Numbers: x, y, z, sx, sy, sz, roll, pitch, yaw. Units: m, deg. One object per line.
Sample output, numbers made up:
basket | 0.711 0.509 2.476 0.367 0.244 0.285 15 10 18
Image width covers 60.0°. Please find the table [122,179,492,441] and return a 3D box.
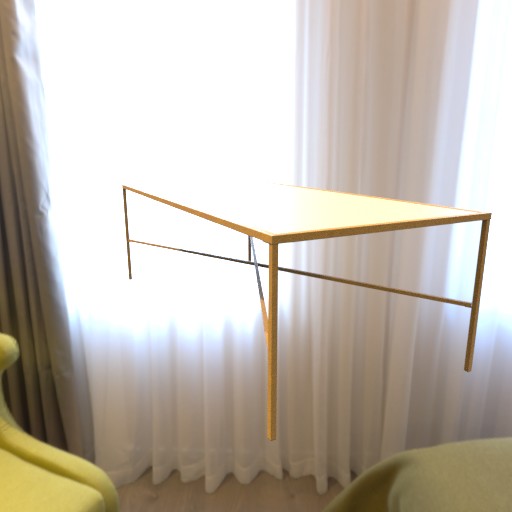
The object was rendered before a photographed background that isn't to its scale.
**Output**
table | 0.000 0.000 1.444 0.580 0.398 1.206 -7 16 -27
